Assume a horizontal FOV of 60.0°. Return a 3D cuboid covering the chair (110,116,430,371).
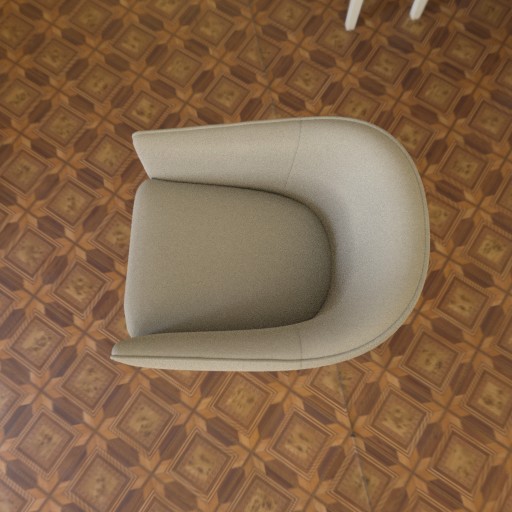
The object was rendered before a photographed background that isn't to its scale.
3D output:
[{"bbox_3d":[0.000,0.000,1.483,0.875,0.799,0.747,1,76,0],"label":"chair"}]
